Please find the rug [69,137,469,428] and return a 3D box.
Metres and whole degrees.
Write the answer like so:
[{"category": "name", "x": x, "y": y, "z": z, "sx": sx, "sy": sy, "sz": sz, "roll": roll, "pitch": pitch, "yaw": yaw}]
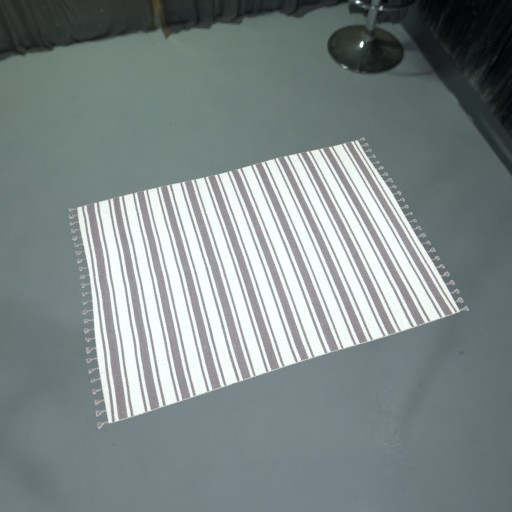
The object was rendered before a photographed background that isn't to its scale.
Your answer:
[{"category": "rug", "x": 0.000, "y": 0.000, "z": 3.866, "sx": 3.040, "sy": 0.017, "sz": 2.030, "roll": -15, "pitch": 61, "yaw": -9}]
